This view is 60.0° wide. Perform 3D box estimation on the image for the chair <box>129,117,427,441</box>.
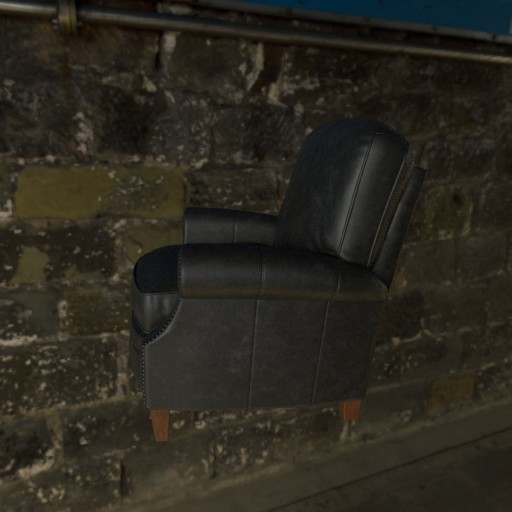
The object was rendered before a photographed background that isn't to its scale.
[{"bbox_3d":[0.000,0.000,1.706,0.986,1.018,0.936,-2,14,-8],"label":"chair"}]
